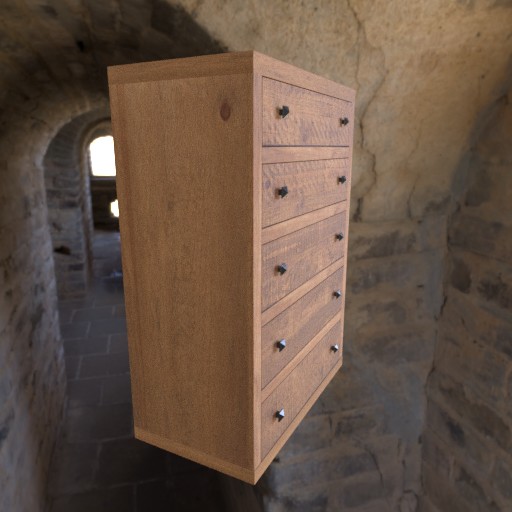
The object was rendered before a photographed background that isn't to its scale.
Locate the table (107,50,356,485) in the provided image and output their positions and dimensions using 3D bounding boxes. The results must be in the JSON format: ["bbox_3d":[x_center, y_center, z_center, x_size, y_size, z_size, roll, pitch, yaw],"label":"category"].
[{"bbox_3d":[0.000,0.000,1.738,0.524,1.294,0.901,7,16,27],"label":"table"}]
